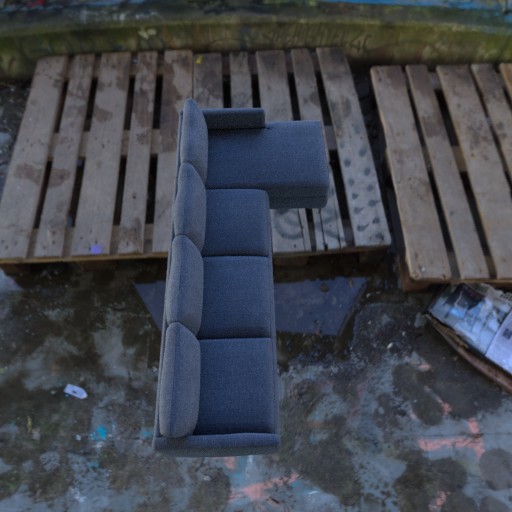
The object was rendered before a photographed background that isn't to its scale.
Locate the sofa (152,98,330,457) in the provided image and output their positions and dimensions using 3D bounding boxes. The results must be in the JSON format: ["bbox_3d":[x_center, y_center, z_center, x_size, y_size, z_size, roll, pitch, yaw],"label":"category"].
[{"bbox_3d":[0.000,0.000,3.560,1.350,0.810,2.932,-1,62,-1],"label":"sofa"}]
